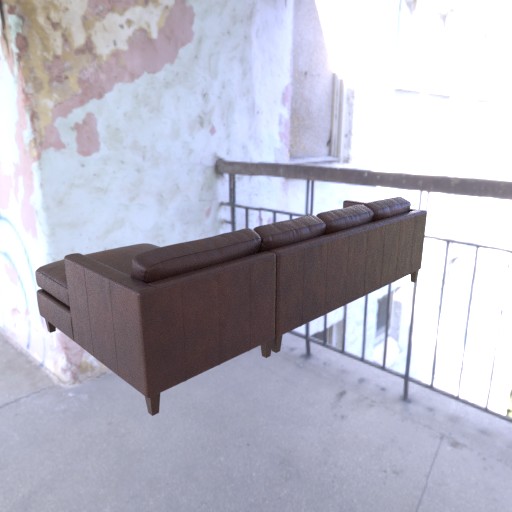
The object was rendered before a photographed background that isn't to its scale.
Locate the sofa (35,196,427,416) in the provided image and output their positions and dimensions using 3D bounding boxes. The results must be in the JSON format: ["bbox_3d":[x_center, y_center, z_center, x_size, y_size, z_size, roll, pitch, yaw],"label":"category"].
[{"bbox_3d":[0.000,0.000,3.894,3.203,0.883,1.581,-16,22,-43],"label":"sofa"}]
